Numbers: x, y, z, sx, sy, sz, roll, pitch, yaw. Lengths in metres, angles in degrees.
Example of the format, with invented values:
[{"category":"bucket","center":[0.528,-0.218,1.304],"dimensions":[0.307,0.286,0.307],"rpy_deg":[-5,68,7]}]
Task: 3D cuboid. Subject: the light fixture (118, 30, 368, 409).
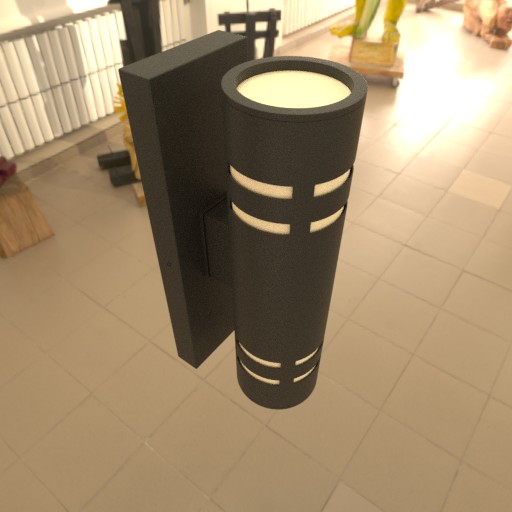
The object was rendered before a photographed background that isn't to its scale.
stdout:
[{"category":"light fixture","center":[0.000,0.000,0.401],"dimensions":[0.149,0.330,0.105],"rpy_deg":[27,50,26]}]
